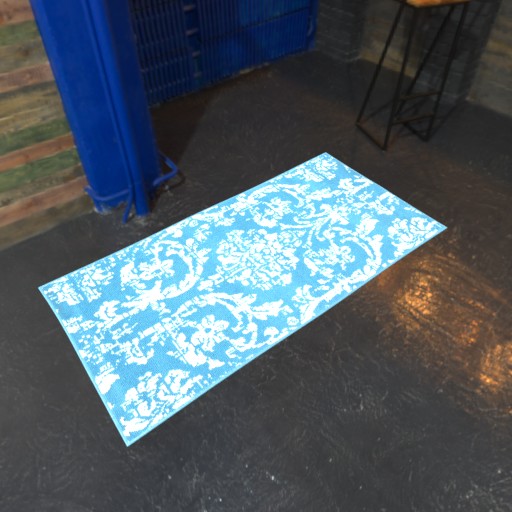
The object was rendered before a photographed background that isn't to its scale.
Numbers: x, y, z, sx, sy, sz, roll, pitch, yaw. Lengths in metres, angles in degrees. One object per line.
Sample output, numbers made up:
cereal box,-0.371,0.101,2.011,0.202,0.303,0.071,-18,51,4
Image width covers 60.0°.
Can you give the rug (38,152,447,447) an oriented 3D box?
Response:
rug,0.000,0.000,1.445,1.219,0.007,0.604,-29,52,-25
